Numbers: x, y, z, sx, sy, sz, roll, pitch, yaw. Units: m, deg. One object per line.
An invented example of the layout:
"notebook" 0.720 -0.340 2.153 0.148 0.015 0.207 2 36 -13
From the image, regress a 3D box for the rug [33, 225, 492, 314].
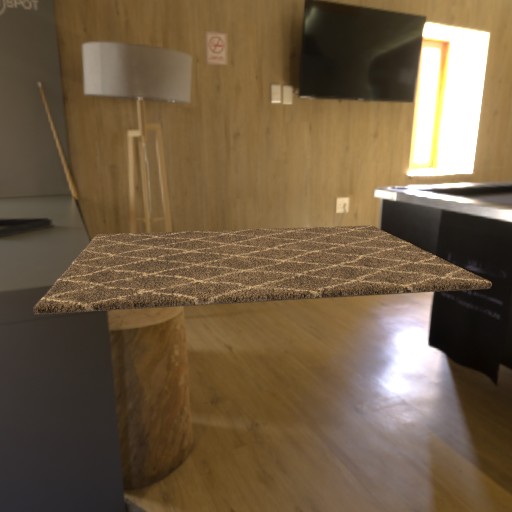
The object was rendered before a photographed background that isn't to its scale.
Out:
"rug" 0.000 0.000 2.262 1.778 0.030 1.219 -2 15 -9
